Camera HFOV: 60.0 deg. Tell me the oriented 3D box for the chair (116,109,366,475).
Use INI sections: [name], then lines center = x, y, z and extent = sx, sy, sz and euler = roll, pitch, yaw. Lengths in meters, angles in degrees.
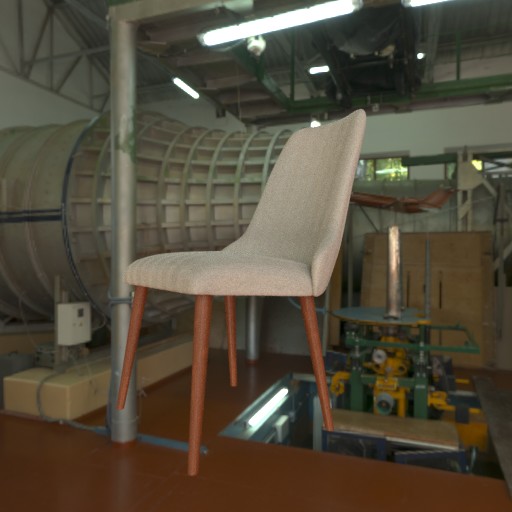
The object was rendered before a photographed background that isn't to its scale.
[chair]
center = 0.000, 0.000, 1.323
extent = 0.684, 0.917, 0.526
euler = 0, 1, -35
